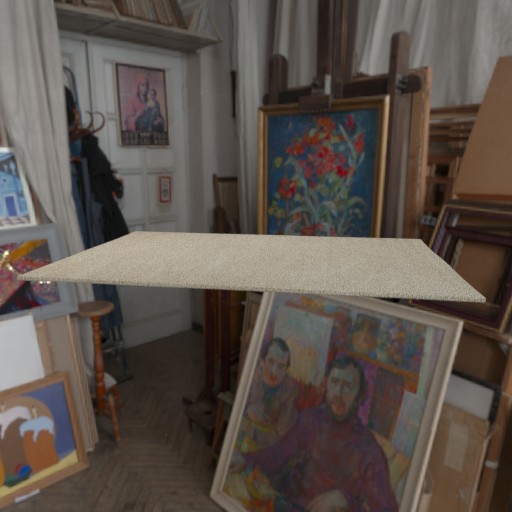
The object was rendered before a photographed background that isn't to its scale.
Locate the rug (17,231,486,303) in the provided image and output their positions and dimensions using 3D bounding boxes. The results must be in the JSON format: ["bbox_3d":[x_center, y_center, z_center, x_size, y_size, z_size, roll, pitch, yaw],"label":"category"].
[{"bbox_3d":[0.000,0.000,2.907,2.346,0.025,1.500,2,13,9],"label":"rug"}]
